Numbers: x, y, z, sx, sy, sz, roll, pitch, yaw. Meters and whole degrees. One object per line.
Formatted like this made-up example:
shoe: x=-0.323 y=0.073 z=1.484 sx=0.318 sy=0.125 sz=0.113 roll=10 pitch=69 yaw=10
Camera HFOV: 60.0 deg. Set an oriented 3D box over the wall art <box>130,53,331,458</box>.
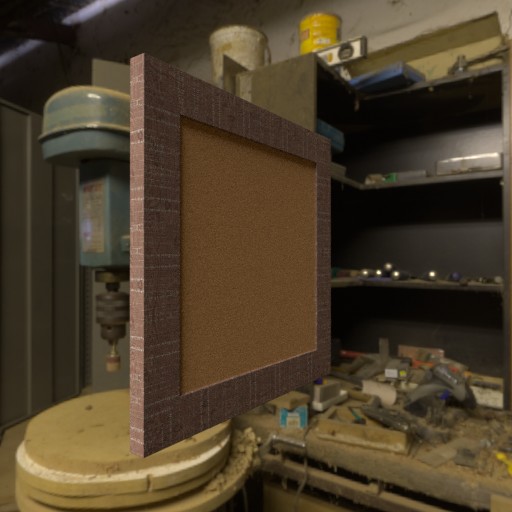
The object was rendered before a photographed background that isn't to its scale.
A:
wall art: x=0.000 y=0.000 z=0.802 sx=0.029 sy=0.531 sz=0.531 roll=0 pitch=0 yaw=37
